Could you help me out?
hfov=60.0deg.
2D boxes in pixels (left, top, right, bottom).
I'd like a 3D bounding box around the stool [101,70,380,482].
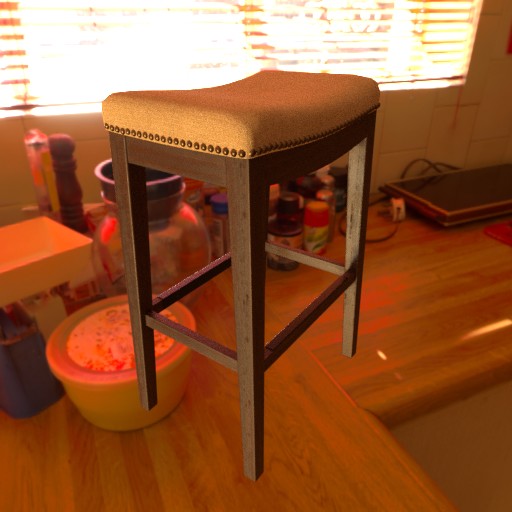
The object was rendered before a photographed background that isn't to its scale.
[{"bbox_3d":[0.000,0.000,1.038,0.363,0.768,0.509,19,34,31],"label":"stool"}]
